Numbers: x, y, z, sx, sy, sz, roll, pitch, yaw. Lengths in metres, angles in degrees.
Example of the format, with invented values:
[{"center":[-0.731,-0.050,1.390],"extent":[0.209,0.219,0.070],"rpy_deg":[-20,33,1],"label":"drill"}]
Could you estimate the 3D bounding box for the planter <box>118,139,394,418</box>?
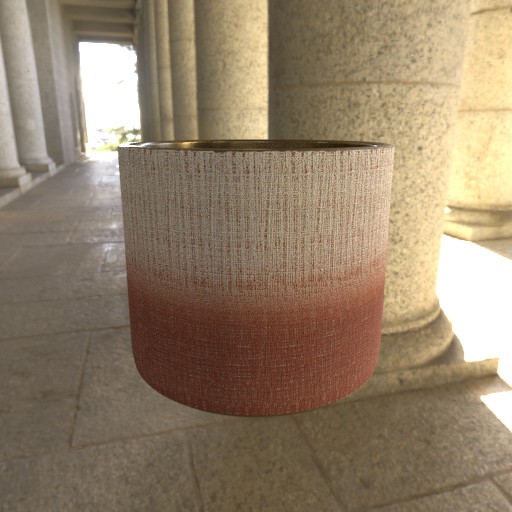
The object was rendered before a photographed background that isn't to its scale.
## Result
[{"center":[0.000,0.000,0.446],"extent":[0.254,0.221,0.254],"rpy_deg":[0,16,0],"label":"planter"}]
